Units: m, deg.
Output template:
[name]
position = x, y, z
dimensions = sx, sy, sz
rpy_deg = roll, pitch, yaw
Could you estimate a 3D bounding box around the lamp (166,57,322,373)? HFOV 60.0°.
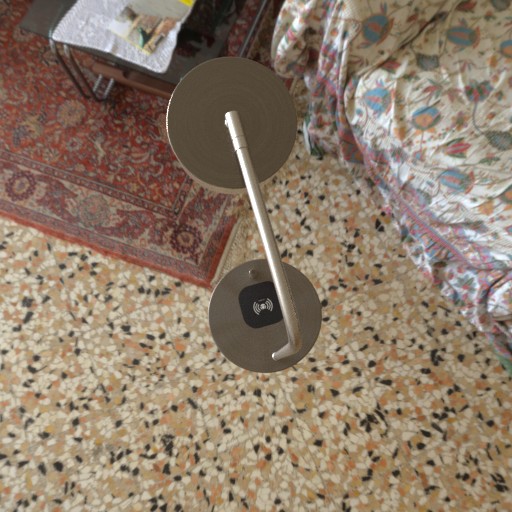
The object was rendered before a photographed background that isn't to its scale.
[lamp]
position = 0.000, 0.000, 0.635
dimensions = 0.211, 0.469, 0.334
rpy_deg = -15, 76, -4
